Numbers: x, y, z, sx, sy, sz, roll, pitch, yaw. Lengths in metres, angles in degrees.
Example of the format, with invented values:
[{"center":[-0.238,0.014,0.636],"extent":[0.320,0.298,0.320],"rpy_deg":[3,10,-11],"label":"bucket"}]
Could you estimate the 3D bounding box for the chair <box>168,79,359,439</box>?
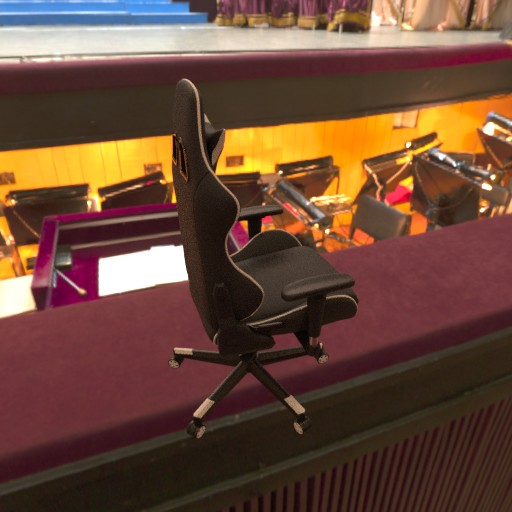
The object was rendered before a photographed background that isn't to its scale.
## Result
[{"center":[0.000,0.000,1.635],"extent":[0.700,1.240,0.700],"rpy_deg":[-10,32,-17],"label":"chair"}]
